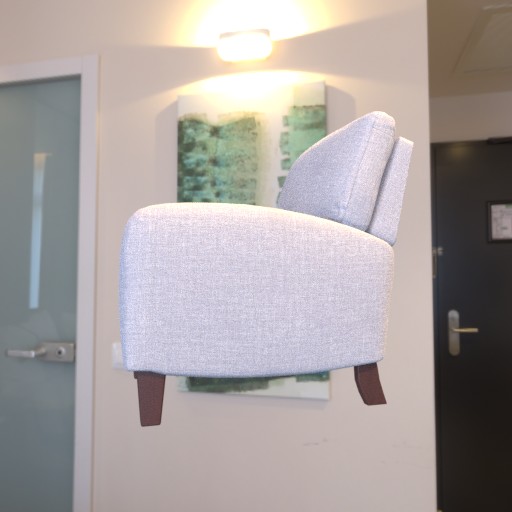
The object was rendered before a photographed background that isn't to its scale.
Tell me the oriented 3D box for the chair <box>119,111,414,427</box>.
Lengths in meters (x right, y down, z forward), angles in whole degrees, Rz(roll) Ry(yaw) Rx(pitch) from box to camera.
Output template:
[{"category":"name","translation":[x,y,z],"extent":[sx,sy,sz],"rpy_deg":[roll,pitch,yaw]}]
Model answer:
[{"category":"chair","translation":[0.000,0.000,1.682],"extent":[0.990,0.990,0.762],"rpy_deg":[1,-3,-17]}]
